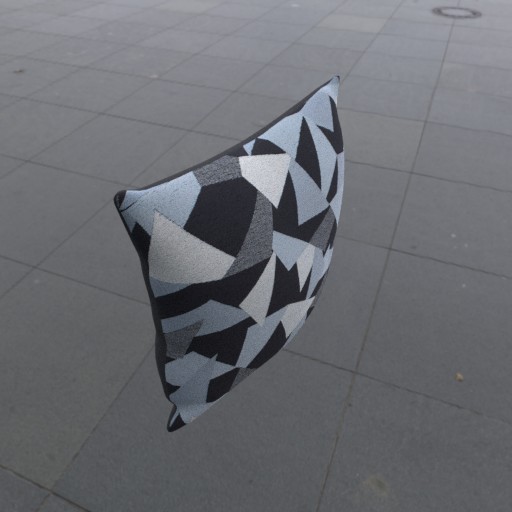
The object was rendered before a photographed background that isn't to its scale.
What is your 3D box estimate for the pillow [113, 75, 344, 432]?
[{"bbox_3d":[0.000,0.000,0.776,0.208,0.496,0.503,27,48,27],"label":"pillow"}]
